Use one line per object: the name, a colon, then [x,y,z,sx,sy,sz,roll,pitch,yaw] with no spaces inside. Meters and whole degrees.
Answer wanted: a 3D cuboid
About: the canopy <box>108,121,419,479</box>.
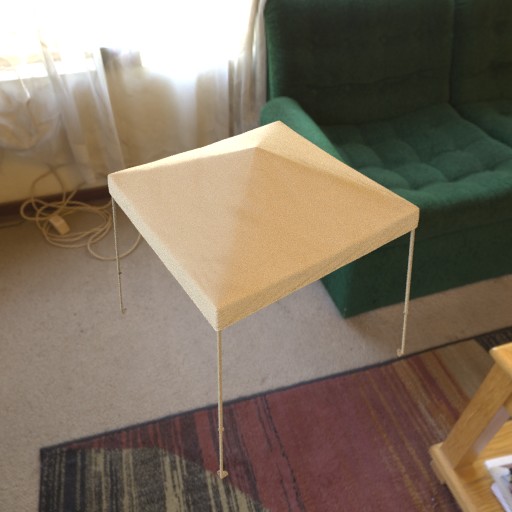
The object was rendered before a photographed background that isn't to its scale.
canopy: [0.000,0.000,6.618,3.599,3.600,3.600,-25,48,-25]
